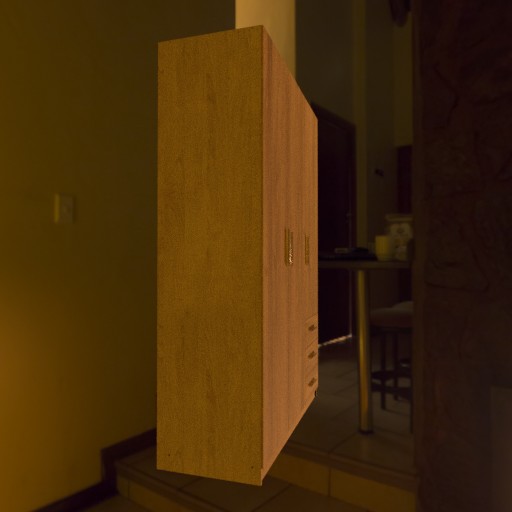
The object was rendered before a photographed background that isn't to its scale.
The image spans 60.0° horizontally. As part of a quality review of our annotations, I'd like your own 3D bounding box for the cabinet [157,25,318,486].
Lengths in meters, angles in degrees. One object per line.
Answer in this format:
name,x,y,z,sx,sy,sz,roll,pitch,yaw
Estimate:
cabinet,0.000,0.000,2.520,0.510,1.910,1.290,0,-1,18
